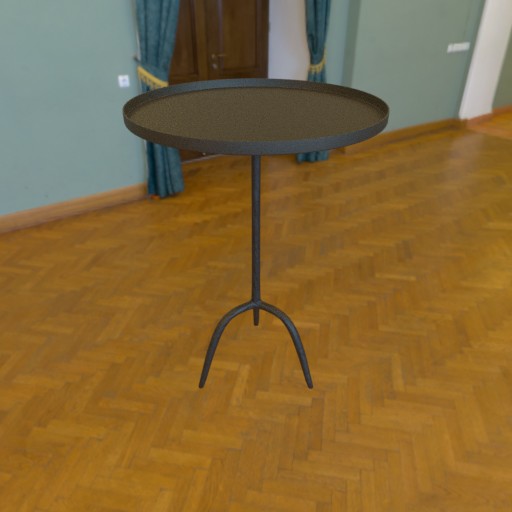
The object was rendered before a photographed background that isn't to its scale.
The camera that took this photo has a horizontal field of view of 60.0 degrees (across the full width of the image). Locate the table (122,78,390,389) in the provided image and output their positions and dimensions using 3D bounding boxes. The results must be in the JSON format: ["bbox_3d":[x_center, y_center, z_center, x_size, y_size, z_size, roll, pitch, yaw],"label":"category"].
[{"bbox_3d":[0.000,0.000,1.042,0.502,0.700,0.502,-21,37,-30],"label":"table"}]
